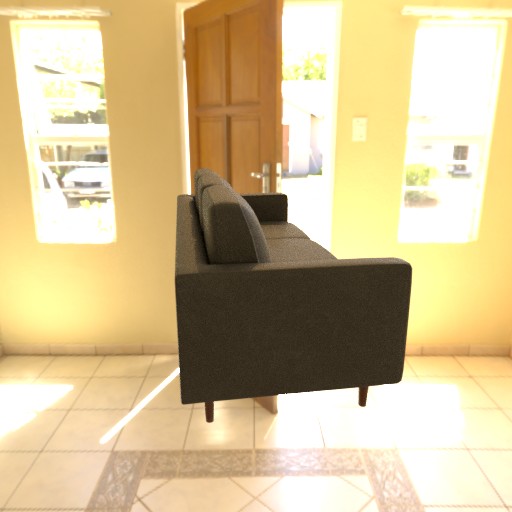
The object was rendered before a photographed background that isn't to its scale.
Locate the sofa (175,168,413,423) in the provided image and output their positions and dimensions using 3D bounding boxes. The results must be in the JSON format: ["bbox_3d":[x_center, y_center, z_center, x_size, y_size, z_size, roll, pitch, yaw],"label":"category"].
[{"bbox_3d":[0.000,0.000,2.539,0.879,0.899,2.029,-3,16,-9],"label":"sofa"}]
